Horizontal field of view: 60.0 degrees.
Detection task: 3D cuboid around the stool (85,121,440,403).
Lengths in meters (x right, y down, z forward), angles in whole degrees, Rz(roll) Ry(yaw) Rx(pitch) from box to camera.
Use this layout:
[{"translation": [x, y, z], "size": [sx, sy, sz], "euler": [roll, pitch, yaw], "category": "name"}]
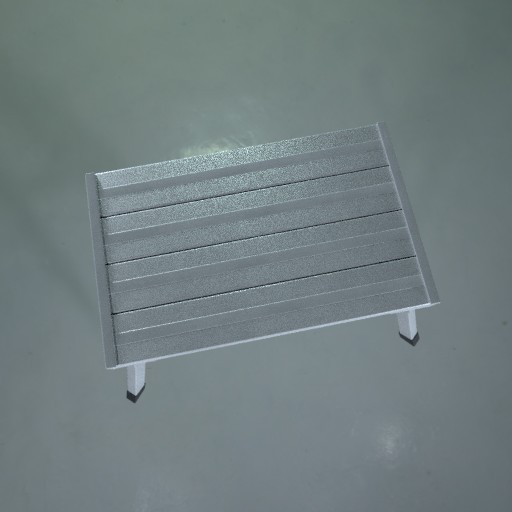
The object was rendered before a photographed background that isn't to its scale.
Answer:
[{"translation": [0.000, 0.000, 0.731], "size": [0.535, 0.225, 0.385], "euler": [-11, 76, -3], "category": "stool"}]
